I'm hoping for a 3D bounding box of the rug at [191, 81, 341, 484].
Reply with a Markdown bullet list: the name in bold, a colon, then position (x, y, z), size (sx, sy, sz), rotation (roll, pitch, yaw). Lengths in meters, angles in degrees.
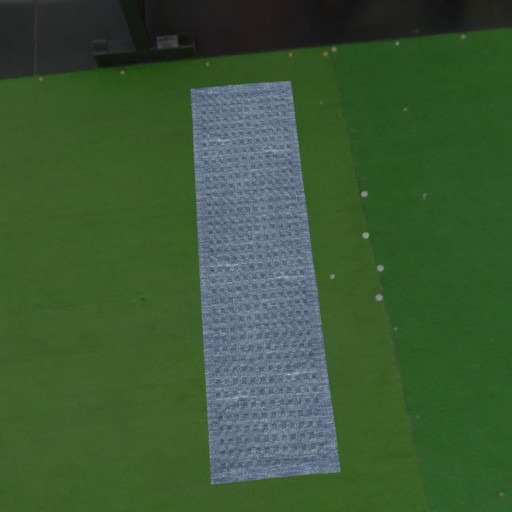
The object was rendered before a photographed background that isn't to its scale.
- **rug**: position (0.000, 0.000, 2.674), size (0.688, 0.008, 2.443), rotation (-5, 74, -1)
